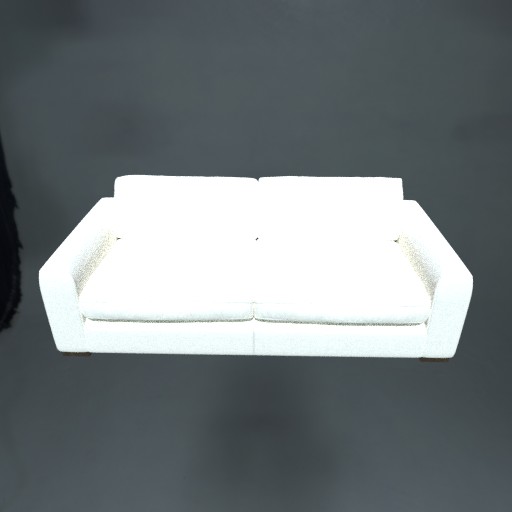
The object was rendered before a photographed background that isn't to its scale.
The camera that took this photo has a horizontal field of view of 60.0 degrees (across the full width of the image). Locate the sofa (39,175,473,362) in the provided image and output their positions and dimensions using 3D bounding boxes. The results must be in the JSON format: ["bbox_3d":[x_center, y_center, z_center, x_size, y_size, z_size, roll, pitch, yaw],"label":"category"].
[{"bbox_3d":[0.000,0.000,2.764,2.262,0.801,1.070,1,29,1],"label":"sofa"}]
